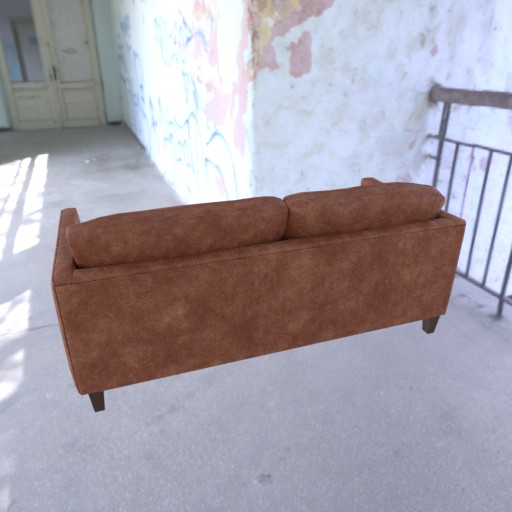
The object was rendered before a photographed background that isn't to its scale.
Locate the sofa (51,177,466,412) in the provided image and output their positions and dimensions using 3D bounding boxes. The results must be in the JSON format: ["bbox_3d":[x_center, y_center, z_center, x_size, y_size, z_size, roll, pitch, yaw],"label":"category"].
[{"bbox_3d":[0.000,0.000,2.436,1.971,0.863,0.923,-9,27,-17],"label":"sofa"}]
